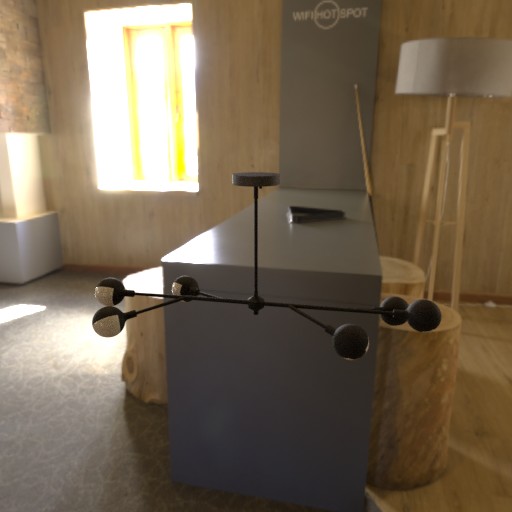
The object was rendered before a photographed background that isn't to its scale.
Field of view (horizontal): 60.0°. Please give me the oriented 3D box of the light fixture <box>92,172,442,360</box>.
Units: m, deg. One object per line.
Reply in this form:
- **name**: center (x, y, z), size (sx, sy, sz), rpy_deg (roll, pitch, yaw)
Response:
- **light fixture**: center (0.000, 0.000, 0.993), size (0.778, 0.362, 0.434), rpy_deg (8, 17, 26)
